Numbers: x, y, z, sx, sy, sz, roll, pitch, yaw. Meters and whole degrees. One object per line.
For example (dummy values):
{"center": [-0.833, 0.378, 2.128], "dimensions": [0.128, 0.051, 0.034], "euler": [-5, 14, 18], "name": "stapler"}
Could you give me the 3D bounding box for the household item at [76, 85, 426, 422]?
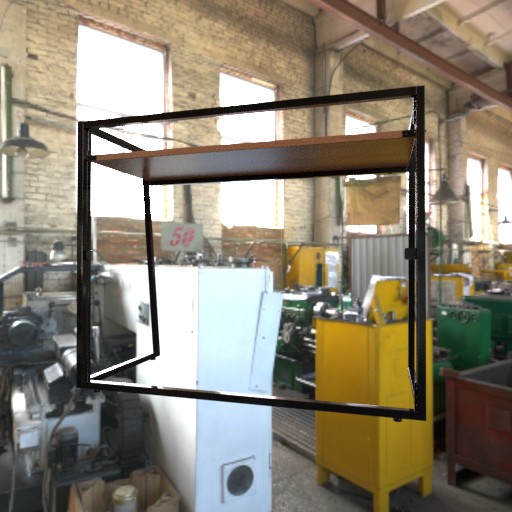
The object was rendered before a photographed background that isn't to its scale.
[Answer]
{"center": [0.000, 0.000, 1.513], "dimensions": [1.050, 0.860, 0.510], "euler": [0, -1, 16], "name": "household item"}
